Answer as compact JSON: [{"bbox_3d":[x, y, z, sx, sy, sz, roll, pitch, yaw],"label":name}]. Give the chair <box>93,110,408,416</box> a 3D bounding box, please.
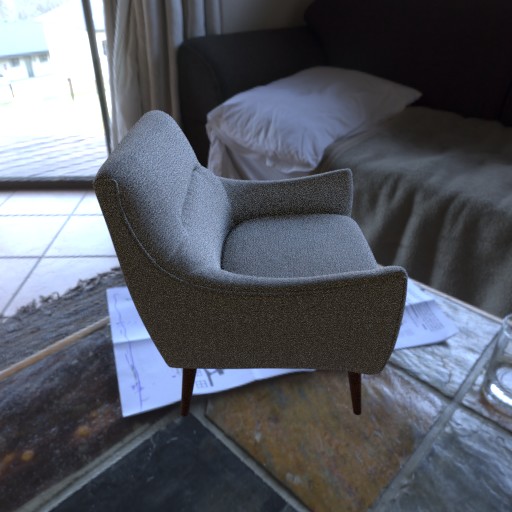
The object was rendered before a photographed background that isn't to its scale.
[{"bbox_3d":[0.000,0.000,1.470,0.787,0.838,0.762,0,32,0],"label":"chair"}]
